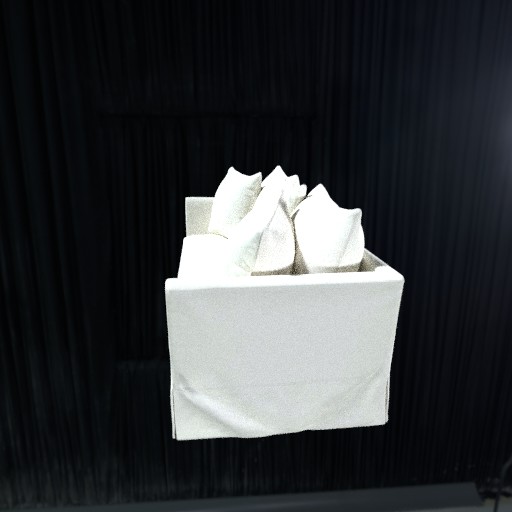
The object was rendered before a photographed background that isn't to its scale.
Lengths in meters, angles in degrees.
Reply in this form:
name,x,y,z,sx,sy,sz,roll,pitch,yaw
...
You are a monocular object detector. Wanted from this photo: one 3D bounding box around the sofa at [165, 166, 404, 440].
name,x,y,z,sx,sy,sz,roll,pitch,yaw
sofa,0.000,0.000,2.896,1.031,1.034,2.290,-2,16,-6
